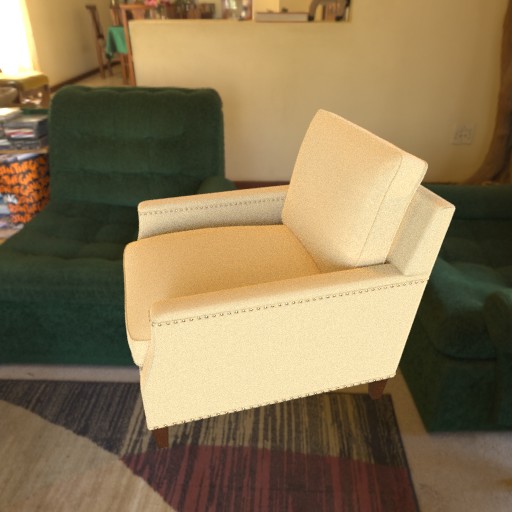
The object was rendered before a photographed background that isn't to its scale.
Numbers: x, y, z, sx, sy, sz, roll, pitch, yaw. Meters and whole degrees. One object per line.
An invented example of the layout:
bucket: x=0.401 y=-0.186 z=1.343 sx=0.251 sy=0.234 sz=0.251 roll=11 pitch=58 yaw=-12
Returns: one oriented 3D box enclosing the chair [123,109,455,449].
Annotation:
chair: x=0.000 y=0.000 z=1.718 sx=1.014 sy=0.943 sz=0.853 roll=-8 pitch=31 yaw=-13
